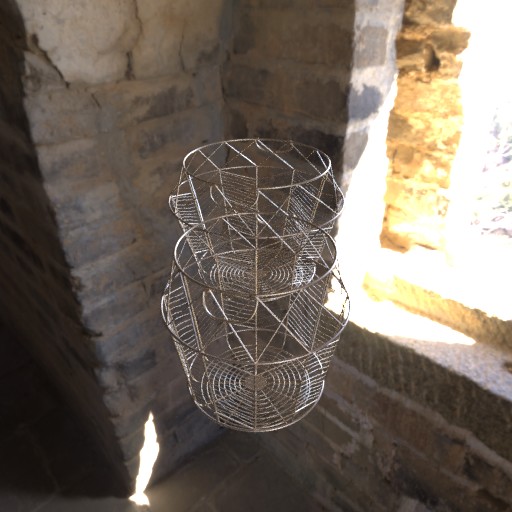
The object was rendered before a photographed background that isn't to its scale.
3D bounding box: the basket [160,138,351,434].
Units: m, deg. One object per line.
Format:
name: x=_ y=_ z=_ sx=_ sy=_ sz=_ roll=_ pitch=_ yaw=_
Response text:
basket: x=0.000 y=0.000 z=1.034 sx=0.451 sy=0.343 sz=0.805 roll=0 pitch=31 yaw=0
